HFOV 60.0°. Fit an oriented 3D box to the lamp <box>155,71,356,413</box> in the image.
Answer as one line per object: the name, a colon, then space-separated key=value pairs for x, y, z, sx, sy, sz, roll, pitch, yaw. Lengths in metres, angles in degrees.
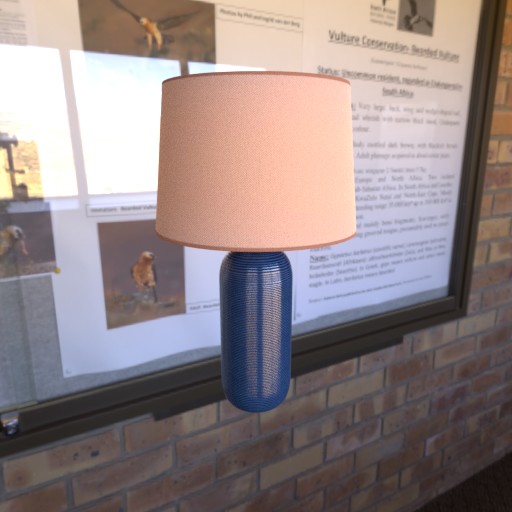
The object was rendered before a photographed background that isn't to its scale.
lamp: x=0.000 y=0.000 z=0.842 sx=0.367 sy=0.609 sz=0.367 roll=0 pitch=14 yaw=0
